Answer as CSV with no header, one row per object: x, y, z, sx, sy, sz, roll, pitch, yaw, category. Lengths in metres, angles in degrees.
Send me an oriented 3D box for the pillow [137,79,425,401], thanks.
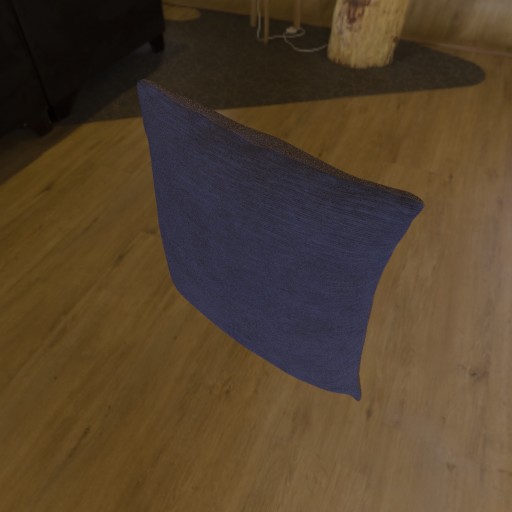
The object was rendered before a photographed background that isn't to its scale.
0.000,0.000,0.702,0.452,0.439,0.204,31,53,26,pillow
